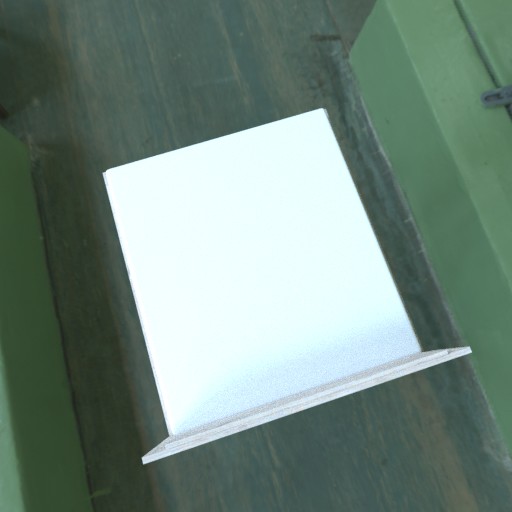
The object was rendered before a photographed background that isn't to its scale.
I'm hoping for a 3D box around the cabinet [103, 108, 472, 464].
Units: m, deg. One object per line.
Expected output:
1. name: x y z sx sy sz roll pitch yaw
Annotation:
1. cabinet: 0.000 0.000 3.180 1.950 0.970 2.080 -17 76 -4
